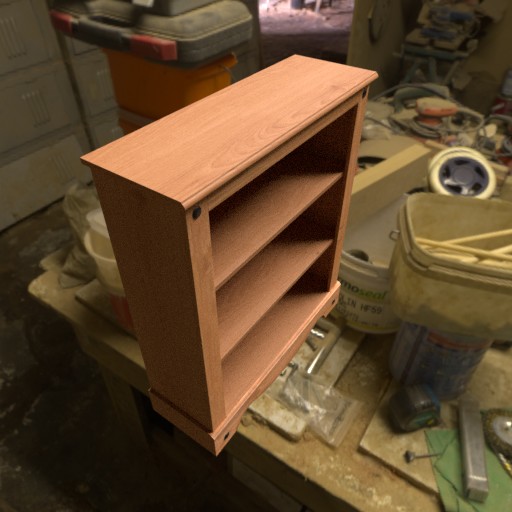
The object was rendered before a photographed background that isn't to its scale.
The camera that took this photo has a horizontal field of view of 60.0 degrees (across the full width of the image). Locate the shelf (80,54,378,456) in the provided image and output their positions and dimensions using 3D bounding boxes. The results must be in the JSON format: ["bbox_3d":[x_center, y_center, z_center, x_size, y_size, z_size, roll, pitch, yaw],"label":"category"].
[{"bbox_3d":[0.000,0.000,1.427,0.291,0.980,0.840,25,47,26],"label":"shelf"}]
